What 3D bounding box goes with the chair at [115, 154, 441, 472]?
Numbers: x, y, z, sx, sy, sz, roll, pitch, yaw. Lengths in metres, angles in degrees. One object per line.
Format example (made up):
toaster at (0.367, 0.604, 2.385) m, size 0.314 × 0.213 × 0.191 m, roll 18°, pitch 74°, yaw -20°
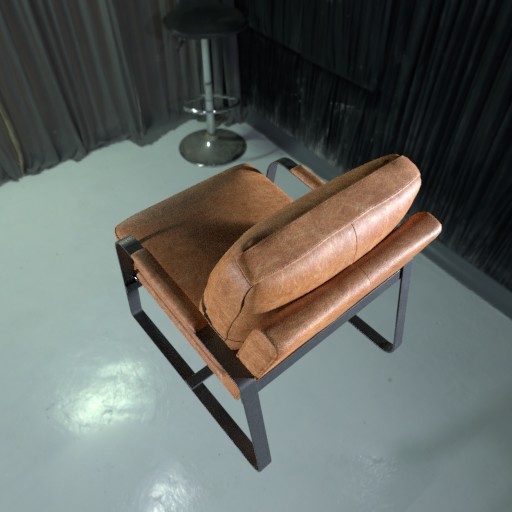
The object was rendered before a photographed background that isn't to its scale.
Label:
chair at (0.000, 0.000, 1.355) m, size 0.651 × 0.777 × 0.801 m, roll -32°, pitch 55°, yaw -26°
